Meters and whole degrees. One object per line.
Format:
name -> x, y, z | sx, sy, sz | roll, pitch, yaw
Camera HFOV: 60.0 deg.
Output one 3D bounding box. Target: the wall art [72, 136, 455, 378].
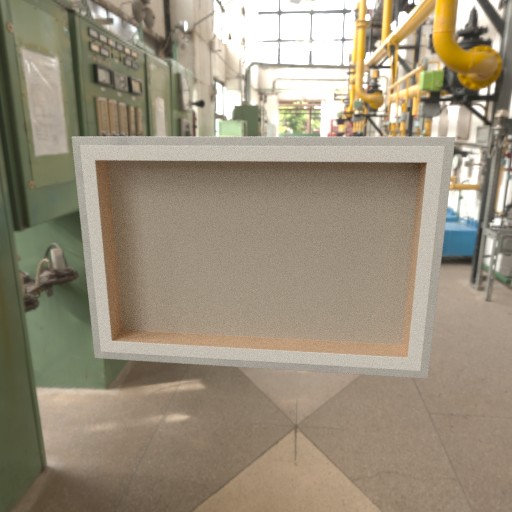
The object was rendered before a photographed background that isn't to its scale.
wall art -> 0.000, 0.000, 0.489 | 0.381, 0.254, 0.038 | 2, 15, 7
